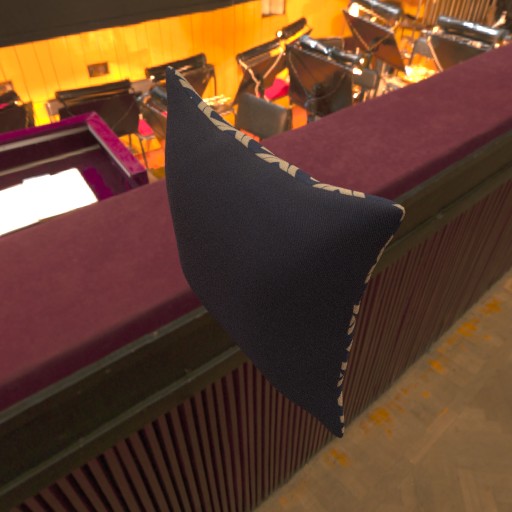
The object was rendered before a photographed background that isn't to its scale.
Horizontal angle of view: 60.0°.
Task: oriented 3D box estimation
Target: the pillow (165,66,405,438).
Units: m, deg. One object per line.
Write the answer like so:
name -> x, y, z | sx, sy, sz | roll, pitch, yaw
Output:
pillow -> 0.000, 0.000, 0.759 | 0.188, 0.494, 0.504 | -26, 48, -26
